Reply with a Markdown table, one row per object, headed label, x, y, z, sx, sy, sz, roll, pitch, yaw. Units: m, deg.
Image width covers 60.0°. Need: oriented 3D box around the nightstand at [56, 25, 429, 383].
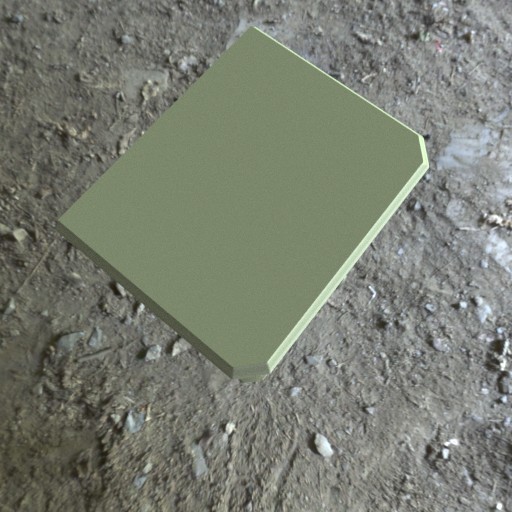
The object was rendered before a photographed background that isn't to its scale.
| label | x | y | z | sx | sy | sz | roll | pitch | yaw |
| --- | --- | --- | --- | --- | --- | --- | --- | --- | --- |
| nightstand | 0.000 | 0.000 | 0.933 | 0.351 | 0.681 | 0.435 | 38 | 77 | 10 |
